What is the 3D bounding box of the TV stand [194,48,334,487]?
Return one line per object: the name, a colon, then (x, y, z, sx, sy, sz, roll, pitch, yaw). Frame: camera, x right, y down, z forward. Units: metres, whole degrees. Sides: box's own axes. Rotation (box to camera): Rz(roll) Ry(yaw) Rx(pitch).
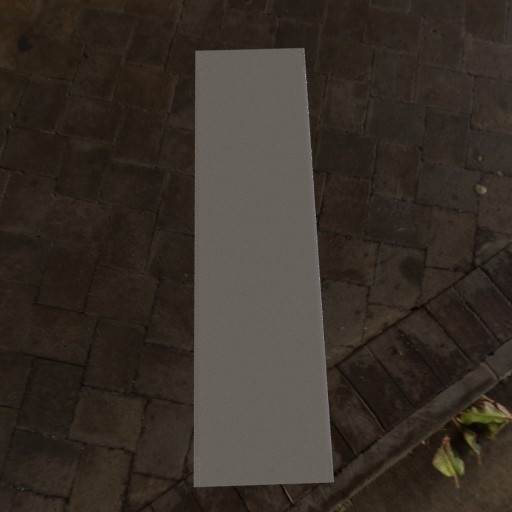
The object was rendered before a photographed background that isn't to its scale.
TV stand: (0.000, 0.000, 1.702, 0.410, 0.440, 1.500, -2, 75, 0)
